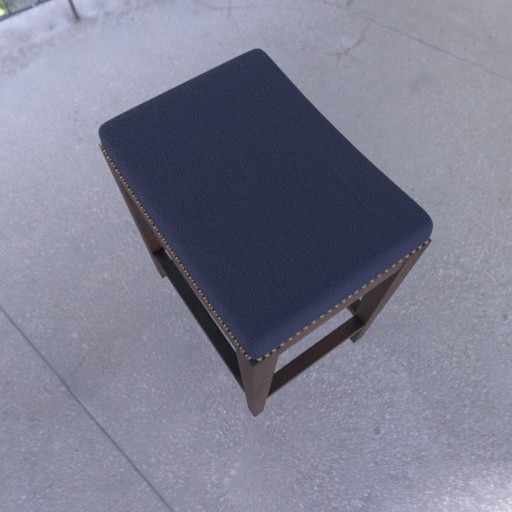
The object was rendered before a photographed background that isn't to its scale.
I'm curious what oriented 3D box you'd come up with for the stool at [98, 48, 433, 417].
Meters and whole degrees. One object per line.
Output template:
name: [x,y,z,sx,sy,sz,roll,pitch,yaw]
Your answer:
stool: [0.000,0.000,0.983,0.361,0.642,0.500,-32,69,-14]
